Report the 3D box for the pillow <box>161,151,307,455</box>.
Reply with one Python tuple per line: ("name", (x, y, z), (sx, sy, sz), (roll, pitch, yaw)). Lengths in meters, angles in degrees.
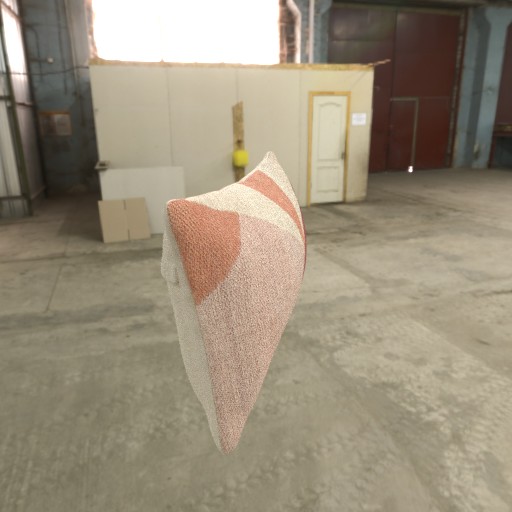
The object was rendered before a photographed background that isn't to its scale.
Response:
("pillow", (0.000, 0.000, 0.718), (0.155, 0.292, 0.609), (3, 17, 10))
